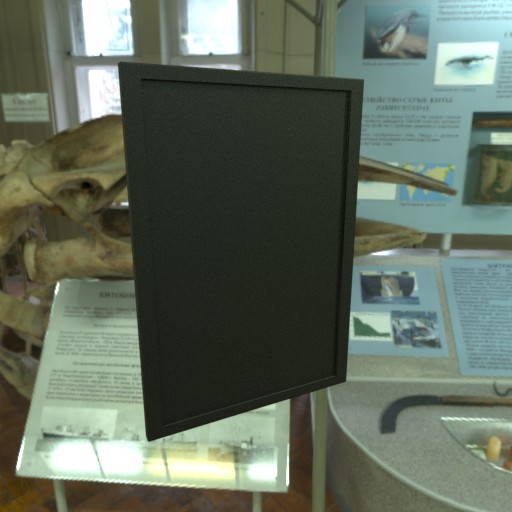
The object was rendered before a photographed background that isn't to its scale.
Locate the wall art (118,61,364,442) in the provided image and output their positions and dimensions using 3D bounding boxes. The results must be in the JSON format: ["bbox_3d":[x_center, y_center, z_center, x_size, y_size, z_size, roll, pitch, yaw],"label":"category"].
[{"bbox_3d":[0.000,0.000,0.559,0.303,0.431,0.013,-8,17,-26],"label":"wall art"}]
